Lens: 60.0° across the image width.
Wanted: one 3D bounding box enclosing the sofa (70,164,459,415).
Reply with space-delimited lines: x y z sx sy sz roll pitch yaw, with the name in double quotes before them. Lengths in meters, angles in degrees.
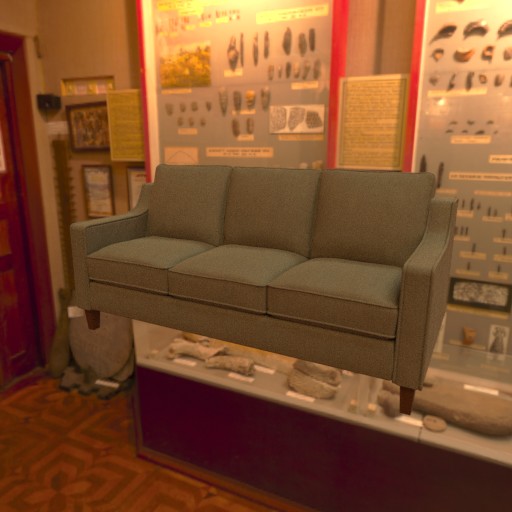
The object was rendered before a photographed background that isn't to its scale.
"sofa" 0.000 0.000 2.524 1.986 0.974 0.911 8 16 27
